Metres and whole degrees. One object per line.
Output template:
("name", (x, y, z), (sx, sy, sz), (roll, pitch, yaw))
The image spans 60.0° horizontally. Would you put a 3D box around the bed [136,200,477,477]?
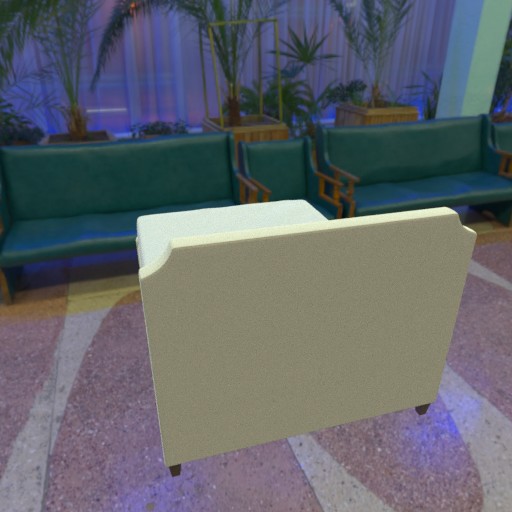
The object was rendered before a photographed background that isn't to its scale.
("bed", (0.000, 0.000, 3.311), (1.703, 1.415, 2.329), (-8, 28, -14))
